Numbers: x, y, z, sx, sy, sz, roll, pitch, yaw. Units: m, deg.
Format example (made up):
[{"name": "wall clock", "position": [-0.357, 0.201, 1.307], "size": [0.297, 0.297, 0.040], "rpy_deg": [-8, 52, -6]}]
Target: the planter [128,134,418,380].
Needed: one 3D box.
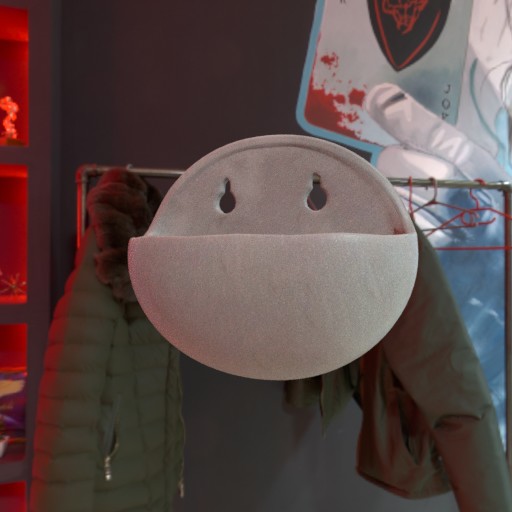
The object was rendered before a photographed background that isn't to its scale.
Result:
[{"name": "planter", "position": [0.000, 0.000, 0.273], "size": [0.190, 0.164, 0.073], "rpy_deg": [0, 0, 18]}]
